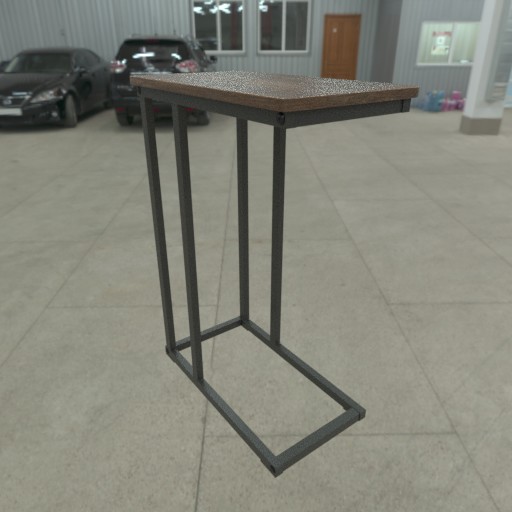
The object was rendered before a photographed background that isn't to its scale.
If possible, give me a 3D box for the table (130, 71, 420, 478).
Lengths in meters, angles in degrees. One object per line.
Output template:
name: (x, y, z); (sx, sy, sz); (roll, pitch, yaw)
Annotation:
table: (0.000, 0.000, 0.862); (0.254, 0.637, 0.450); (-18, 31, -32)
